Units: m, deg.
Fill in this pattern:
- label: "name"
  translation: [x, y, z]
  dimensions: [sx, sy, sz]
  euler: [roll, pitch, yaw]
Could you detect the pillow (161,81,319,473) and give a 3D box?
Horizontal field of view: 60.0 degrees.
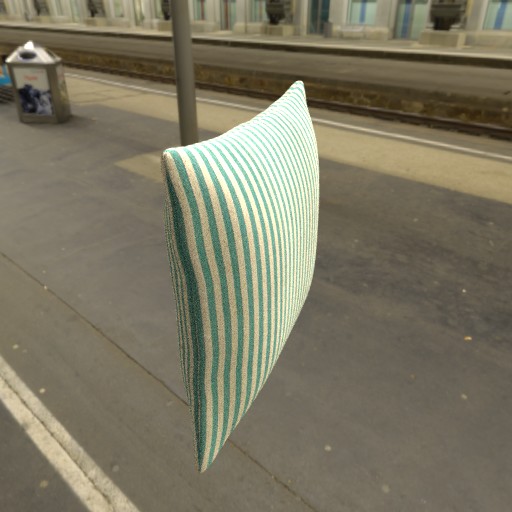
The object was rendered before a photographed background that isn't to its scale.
- label: "pillow"
  translation: [0.000, 0.000, 0.779]
  dimensions: [0.166, 0.510, 0.523]
  euler: [10, 31, 18]
